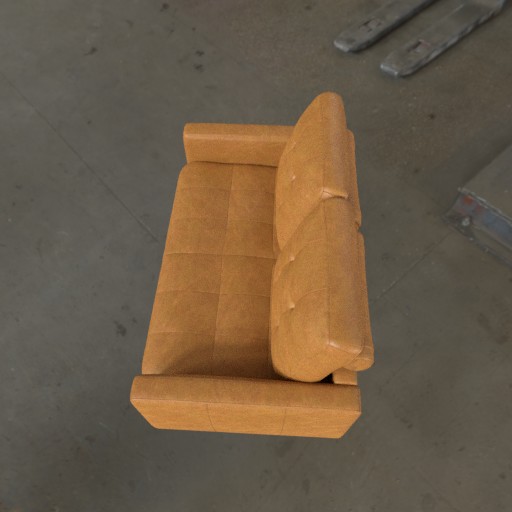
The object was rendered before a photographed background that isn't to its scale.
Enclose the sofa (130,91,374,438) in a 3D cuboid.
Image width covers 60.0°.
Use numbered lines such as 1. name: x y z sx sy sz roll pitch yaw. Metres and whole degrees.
1. sofa: 0.000 0.000 1.991 0.868 0.898 1.430 3 58 2
